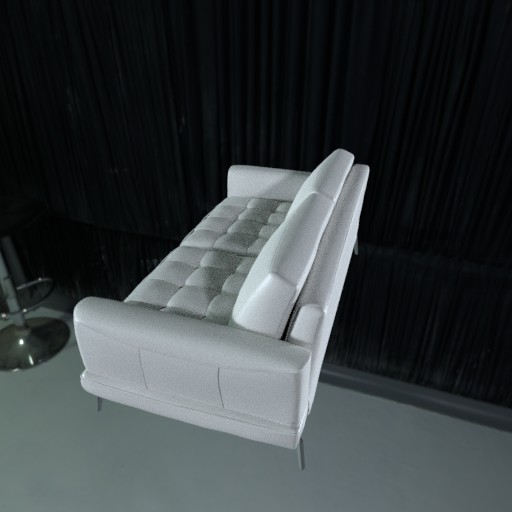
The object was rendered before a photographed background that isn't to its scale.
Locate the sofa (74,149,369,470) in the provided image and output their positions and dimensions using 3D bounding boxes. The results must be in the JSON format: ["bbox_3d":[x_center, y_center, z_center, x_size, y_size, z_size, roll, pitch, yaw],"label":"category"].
[{"bbox_3d":[0.000,0.000,2.720,1.121,0.930,2.177,9,32,15],"label":"sofa"}]
